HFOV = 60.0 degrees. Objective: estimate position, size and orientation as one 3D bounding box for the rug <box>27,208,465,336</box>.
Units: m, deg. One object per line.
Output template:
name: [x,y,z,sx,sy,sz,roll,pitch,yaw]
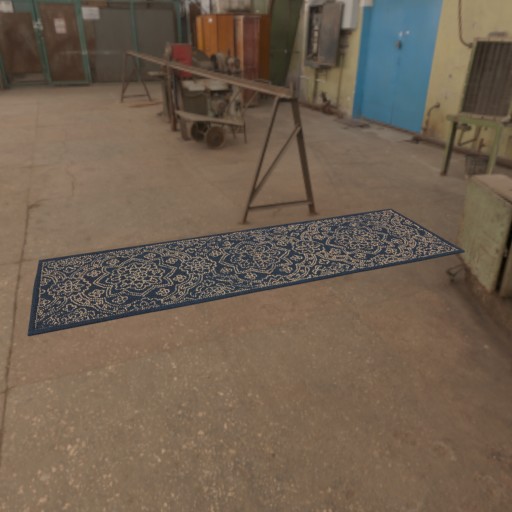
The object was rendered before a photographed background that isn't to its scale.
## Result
rug: [0.000,0.000,2.655,2.448,0.012,0.769,-9,29,-18]
